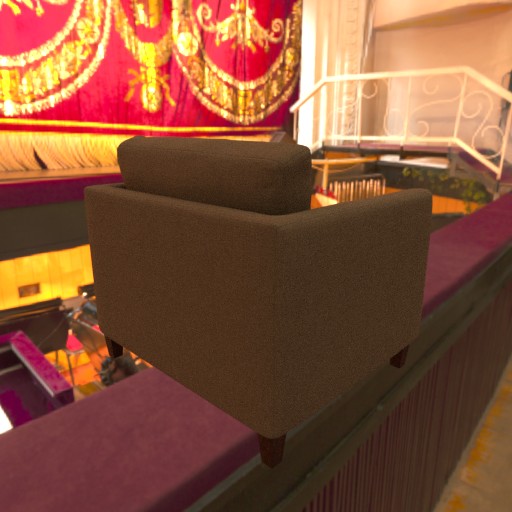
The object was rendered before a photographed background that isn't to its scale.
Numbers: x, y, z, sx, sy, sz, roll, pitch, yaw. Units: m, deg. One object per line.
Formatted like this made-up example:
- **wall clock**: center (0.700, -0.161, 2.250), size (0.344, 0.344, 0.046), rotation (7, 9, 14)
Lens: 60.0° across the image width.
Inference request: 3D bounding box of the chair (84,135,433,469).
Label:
- **chair**: center (0.000, 0.000, 1.840), size (1.107, 0.963, 0.959), rotation (15, 22, 42)
